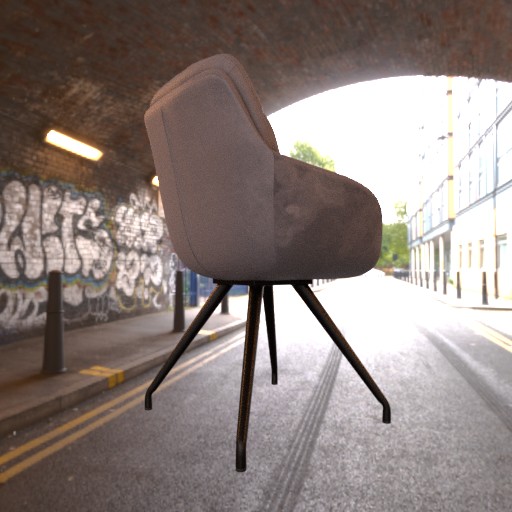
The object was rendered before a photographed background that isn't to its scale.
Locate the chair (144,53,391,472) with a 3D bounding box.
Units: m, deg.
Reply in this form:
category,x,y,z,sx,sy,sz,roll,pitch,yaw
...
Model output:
category,x,y,z,sx,sy,sz,roll,pitch,yaw
chair,0.000,0.000,1.232,0.569,0.888,0.579,1,-2,-36
